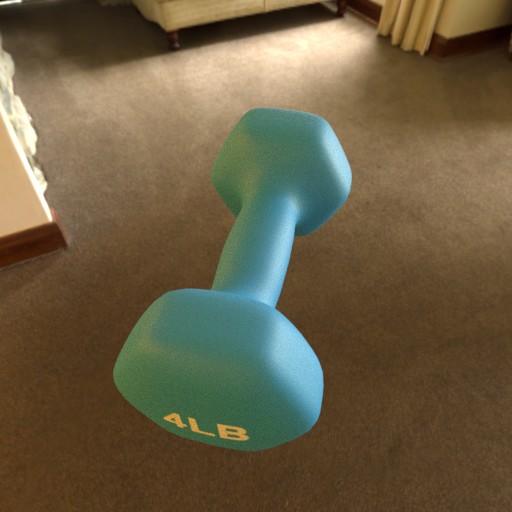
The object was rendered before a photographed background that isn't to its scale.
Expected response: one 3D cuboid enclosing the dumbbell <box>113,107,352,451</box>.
[{"bbox_3d":[0.000,0.000,0.192,0.074,0.066,0.152,10,48,9],"label":"dumbbell"}]
